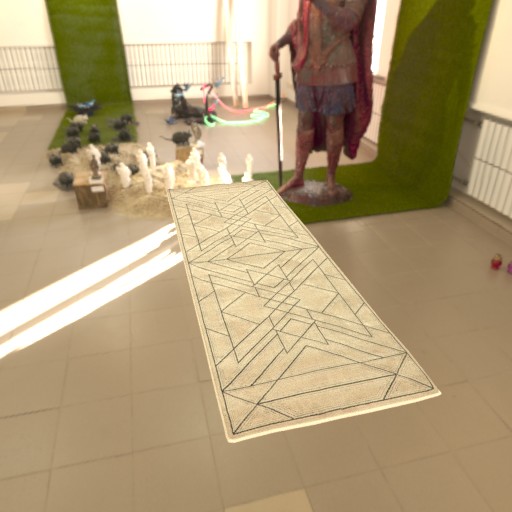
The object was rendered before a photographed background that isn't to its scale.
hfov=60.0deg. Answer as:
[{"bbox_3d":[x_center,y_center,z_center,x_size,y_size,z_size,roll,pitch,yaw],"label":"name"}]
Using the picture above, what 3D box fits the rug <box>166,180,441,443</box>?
[{"bbox_3d":[0.000,0.000,2.581,0.831,0.036,2.381,-8,31,-13],"label":"rug"}]
